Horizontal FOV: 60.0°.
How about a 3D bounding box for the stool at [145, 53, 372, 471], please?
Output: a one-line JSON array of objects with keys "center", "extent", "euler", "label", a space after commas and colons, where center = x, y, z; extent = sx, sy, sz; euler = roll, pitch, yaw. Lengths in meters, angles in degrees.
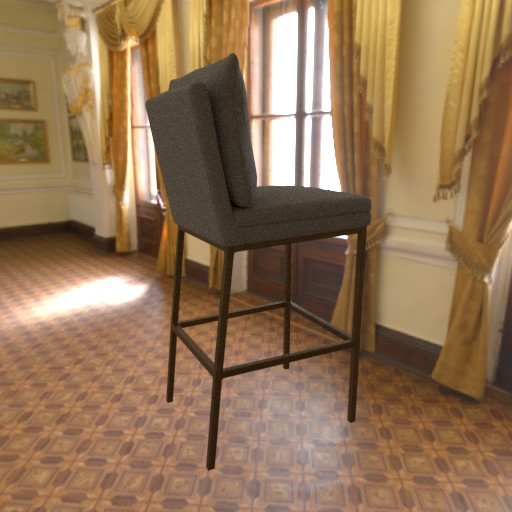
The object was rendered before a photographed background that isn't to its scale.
[{"center": [0.000, 0.000, 1.453], "extent": [0.569, 1.132, 0.463], "euler": [-7, 15, -27], "label": "stool"}]
